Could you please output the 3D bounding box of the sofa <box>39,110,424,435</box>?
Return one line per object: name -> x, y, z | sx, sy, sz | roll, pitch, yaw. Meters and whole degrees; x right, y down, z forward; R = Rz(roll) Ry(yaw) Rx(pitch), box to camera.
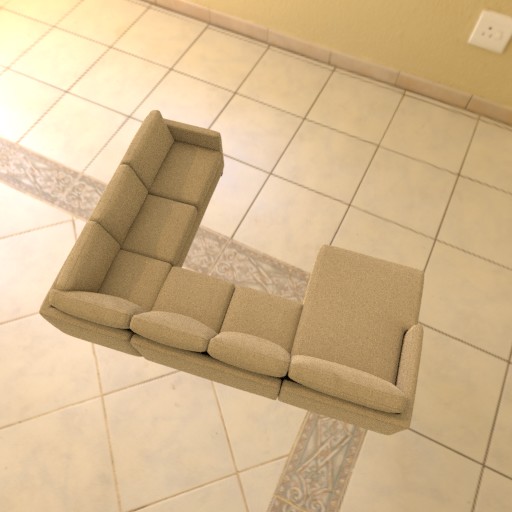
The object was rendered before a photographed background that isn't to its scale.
sofa -> 0.000, 0.000, 4.615 | 3.460, 0.959, 2.593 | 15, 64, 8
